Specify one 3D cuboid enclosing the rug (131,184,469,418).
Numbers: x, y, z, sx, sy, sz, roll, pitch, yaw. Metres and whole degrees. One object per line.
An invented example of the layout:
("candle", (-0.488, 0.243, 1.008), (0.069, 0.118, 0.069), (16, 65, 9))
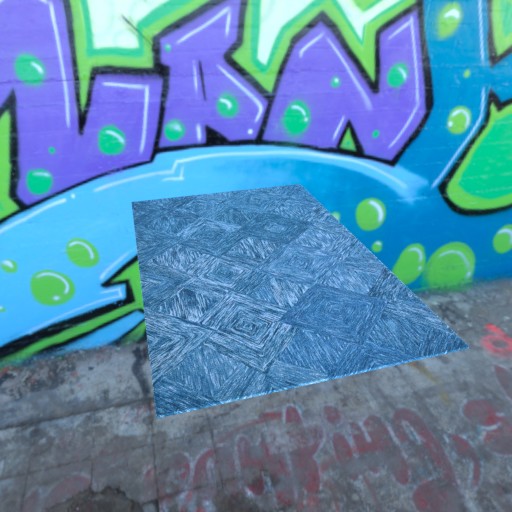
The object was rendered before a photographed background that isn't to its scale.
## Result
("rug", (0.000, 0.000, 2.905), (1.490, 0.015, 2.277), (-8, 31, -14))
